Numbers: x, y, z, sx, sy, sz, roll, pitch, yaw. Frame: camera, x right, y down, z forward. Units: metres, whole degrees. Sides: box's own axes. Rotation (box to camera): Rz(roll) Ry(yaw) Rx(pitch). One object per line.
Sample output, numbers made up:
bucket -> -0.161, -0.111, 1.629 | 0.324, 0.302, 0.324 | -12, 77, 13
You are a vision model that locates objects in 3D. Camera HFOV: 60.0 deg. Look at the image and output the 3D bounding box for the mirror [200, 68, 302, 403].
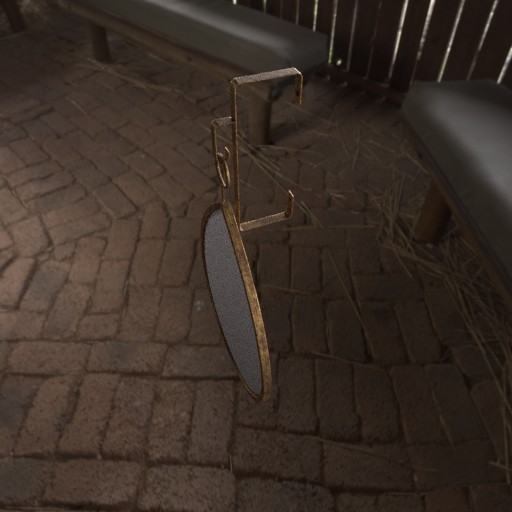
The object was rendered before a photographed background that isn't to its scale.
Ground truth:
mirror -> 0.000, 0.000, 0.912 | 0.144, 0.744, 0.405 | -17, 48, -16
